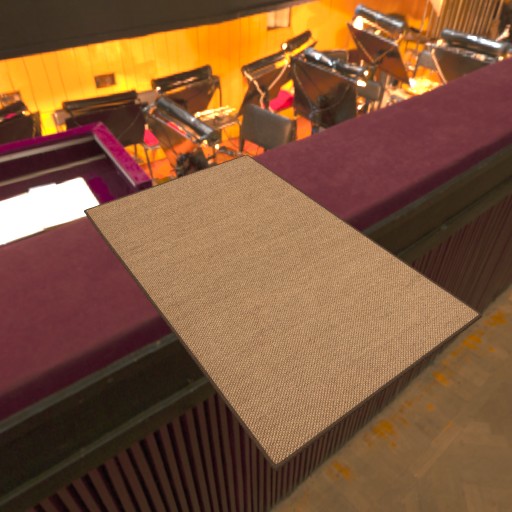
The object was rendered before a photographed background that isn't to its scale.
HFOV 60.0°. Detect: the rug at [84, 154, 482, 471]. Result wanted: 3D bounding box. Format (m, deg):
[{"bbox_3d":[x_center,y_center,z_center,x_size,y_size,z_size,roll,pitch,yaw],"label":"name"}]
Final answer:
[{"bbox_3d":[0.000,0.000,2.073,1.067,0.013,1.676,-25,47,-26],"label":"rug"}]
